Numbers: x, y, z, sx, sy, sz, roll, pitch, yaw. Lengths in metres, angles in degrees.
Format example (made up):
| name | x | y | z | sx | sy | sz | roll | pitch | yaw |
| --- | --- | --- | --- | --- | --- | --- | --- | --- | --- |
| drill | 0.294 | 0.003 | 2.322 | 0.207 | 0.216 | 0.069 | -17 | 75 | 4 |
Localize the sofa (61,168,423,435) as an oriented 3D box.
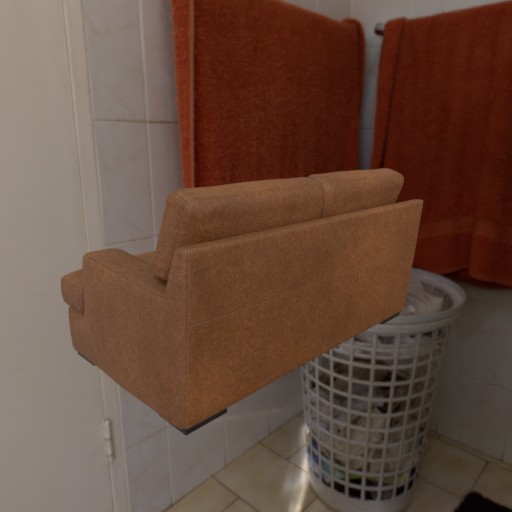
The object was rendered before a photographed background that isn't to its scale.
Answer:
| name | x | y | z | sx | sy | sz | roll | pitch | yaw |
| --- | --- | --- | --- | --- | --- | --- | --- | --- | --- |
| sofa | 0.000 | 0.000 | 2.555 | 1.144 | 0.966 | 1.880 | 14 | 20 | 43 |
